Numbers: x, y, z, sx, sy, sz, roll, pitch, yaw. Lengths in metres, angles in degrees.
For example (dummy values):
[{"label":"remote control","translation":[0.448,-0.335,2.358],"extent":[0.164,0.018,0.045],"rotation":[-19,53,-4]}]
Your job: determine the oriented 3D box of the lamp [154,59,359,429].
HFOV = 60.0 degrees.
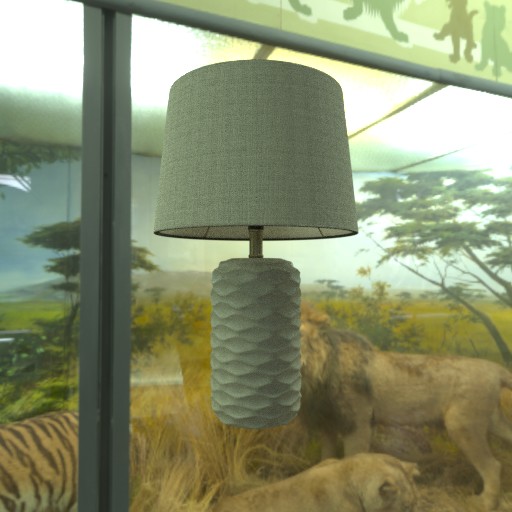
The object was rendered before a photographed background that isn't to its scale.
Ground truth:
[{"label":"lamp","translation":[0.000,0.000,0.832],"extent":[0.376,0.594,0.376],"rotation":[0,-2,0]}]
